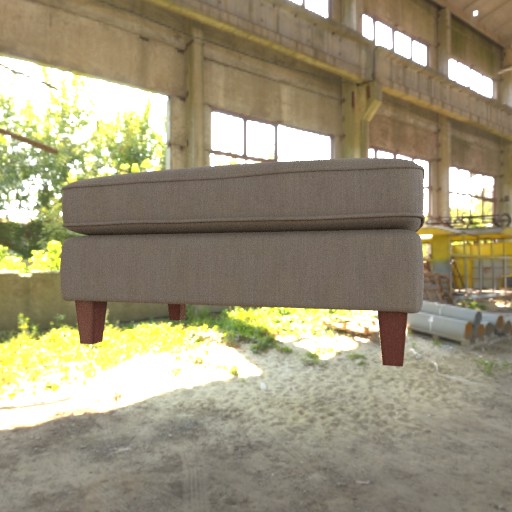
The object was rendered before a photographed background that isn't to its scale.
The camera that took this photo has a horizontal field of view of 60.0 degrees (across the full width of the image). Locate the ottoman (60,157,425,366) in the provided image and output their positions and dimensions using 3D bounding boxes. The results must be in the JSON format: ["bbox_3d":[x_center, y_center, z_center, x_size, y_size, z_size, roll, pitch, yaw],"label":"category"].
[{"bbox_3d":[0.000,0.000,1.333,0.941,0.480,0.636,0,-1,18],"label":"ottoman"}]
